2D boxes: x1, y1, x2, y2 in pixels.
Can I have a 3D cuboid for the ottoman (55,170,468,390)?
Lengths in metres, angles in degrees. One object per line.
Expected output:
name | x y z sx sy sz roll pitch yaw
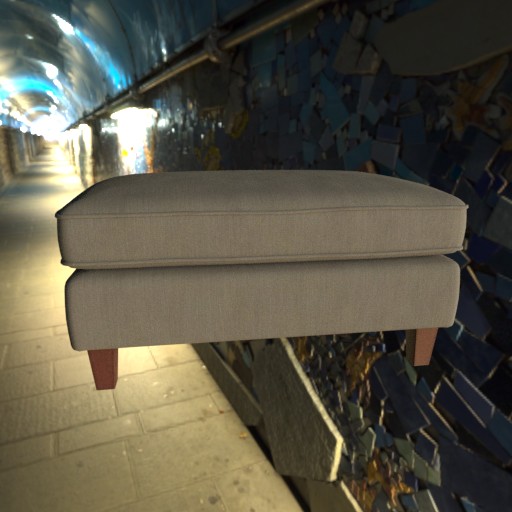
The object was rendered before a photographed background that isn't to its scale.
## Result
ottoman | 0.000 0.000 1.292 0.941 0.480 0.636 -2 15 -8
